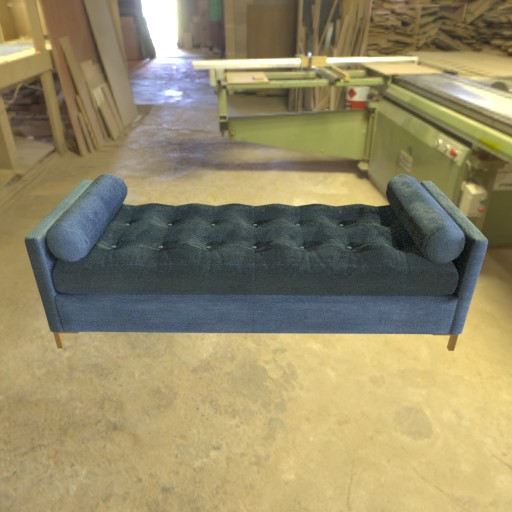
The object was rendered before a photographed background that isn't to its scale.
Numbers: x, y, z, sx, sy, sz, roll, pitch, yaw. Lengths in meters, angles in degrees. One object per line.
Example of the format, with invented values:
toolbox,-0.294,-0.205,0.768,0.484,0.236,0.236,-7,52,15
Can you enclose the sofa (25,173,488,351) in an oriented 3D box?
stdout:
sofa,0.000,0.000,2.446,2.102,0.705,0.796,0,30,0
